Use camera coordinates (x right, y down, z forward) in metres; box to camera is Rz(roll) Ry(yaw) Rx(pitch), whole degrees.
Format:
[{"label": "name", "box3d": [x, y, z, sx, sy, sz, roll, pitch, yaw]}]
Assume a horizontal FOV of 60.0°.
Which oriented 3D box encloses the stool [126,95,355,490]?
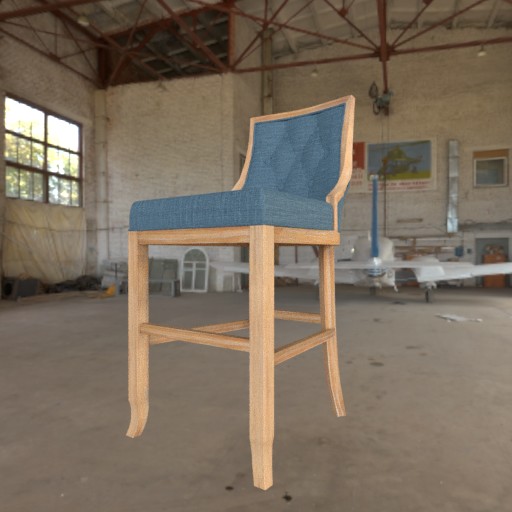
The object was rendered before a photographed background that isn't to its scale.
[{"label": "stool", "box3d": [0.000, 0.000, 1.442, 0.524, 1.101, 0.626, 0, 0, 37]}]
